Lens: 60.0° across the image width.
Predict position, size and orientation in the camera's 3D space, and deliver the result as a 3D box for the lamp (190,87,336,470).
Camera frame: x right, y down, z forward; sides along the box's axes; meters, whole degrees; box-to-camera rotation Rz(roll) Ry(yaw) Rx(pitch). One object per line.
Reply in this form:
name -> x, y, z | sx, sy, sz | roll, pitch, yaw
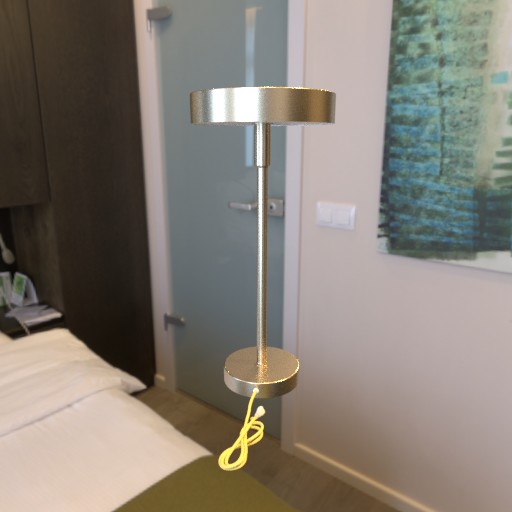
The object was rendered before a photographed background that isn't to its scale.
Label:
lamp -> 0.000, 0.000, 0.697 | 0.229, 0.508, 0.369 | 2, 15, 8
